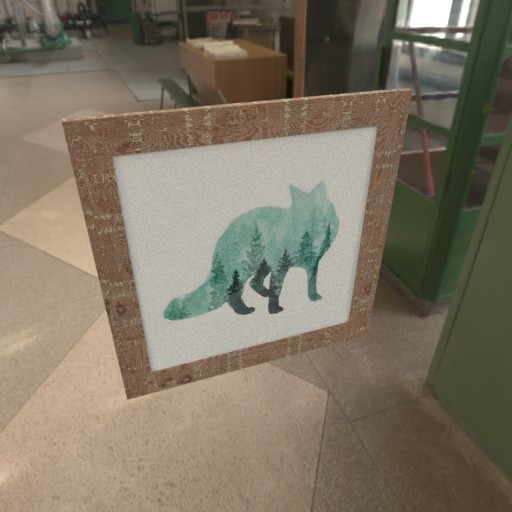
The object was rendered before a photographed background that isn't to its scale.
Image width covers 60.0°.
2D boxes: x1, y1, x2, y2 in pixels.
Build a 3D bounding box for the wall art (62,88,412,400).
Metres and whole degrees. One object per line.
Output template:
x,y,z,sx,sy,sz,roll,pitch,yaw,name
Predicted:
0.000,0.000,0.571,0.384,0.384,0.012,-11,34,-17,wall art
